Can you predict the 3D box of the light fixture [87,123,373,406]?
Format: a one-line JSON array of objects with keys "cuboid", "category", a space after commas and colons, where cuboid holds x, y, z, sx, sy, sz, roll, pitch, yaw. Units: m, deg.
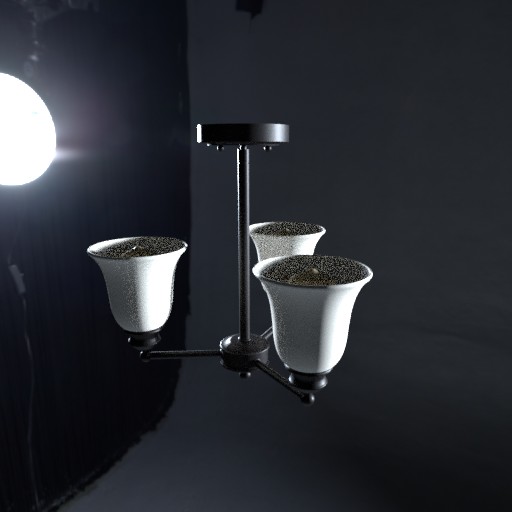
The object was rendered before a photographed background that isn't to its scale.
[{"cuboid": [0.000, 0.000, 0.660, 0.388, 0.370, 0.354, 7, 15, 26], "category": "light fixture"}]
